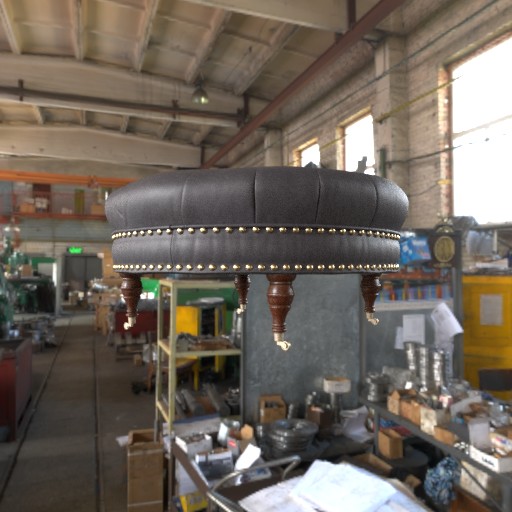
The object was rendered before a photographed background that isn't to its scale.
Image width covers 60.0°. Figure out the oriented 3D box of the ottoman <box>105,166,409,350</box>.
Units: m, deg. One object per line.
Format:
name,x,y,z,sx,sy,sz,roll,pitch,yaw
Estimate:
ottoman,0.000,0.000,1.384,0.901,0.439,0.901,0,-1,0
